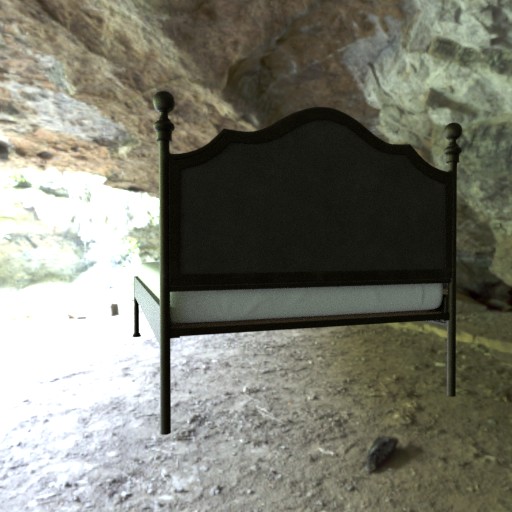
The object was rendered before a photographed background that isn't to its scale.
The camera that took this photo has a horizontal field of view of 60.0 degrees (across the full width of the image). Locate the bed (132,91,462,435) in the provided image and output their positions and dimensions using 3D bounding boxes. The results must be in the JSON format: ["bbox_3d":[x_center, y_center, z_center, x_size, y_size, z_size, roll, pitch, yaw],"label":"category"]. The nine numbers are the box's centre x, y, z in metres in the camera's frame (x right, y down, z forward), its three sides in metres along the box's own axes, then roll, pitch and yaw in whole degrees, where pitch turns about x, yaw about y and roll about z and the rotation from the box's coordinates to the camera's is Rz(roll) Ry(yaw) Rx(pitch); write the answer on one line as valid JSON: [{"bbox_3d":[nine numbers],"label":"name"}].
[{"bbox_3d":[0.000,0.000,3.192,1.642,1.499,2.224,0,1,-18],"label":"bed"}]
